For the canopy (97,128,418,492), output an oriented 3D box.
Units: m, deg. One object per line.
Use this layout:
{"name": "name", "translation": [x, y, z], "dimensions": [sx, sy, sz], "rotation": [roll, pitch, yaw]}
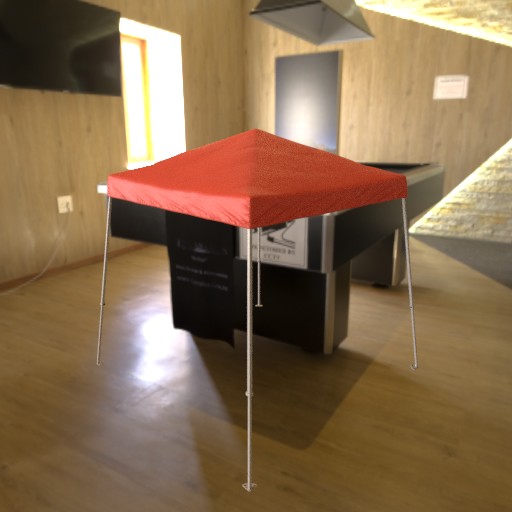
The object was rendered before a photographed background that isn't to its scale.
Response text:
{"name": "canopy", "translation": [0.000, 0.000, 5.157], "dimensions": [2.850, 2.850, 2.849], "rotation": [-15, 21, -41]}
